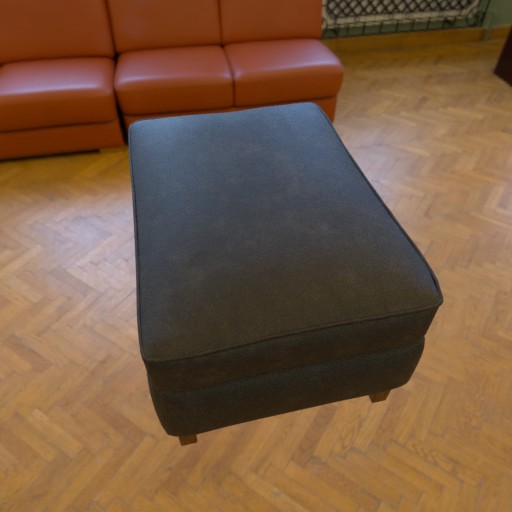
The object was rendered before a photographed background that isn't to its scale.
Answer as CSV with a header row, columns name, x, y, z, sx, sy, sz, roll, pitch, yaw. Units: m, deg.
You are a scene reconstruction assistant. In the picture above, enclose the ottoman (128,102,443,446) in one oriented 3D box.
name,x,y,z,sx,sy,sz,roll,pitch,yaw
ottoman,0.000,0.000,0.965,0.501,0.413,0.665,-9,47,-9
